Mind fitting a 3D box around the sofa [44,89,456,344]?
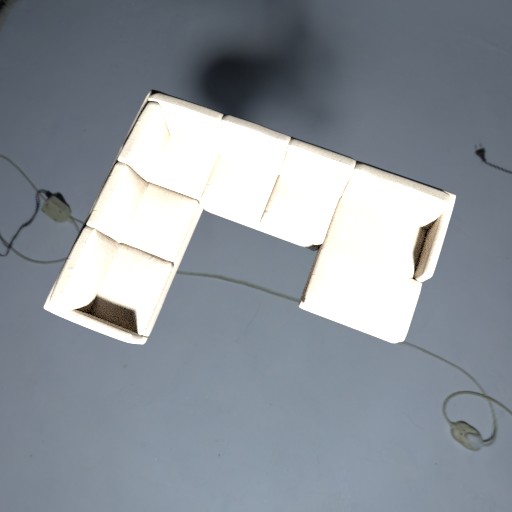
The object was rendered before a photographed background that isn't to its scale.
[{"bbox_3d":[0.000,0.000,4.642,3.460,0.961,2.594,20,78,5],"label":"sofa"}]
